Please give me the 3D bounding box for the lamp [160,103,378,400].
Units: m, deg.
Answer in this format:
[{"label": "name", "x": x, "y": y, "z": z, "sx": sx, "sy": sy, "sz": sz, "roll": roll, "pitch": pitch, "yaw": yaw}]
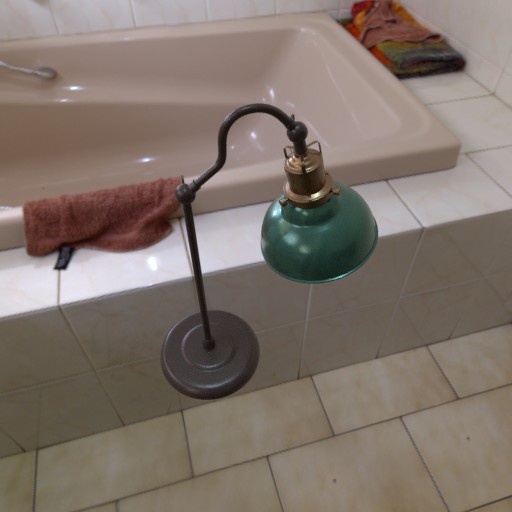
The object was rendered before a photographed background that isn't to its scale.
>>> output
[{"label": "lamp", "x": 0.000, "y": 0.000, "z": 0.691, "sx": 0.374, "sy": 0.508, "sz": 0.192, "roll": -10, "pitch": 48, "yaw": -9}]
